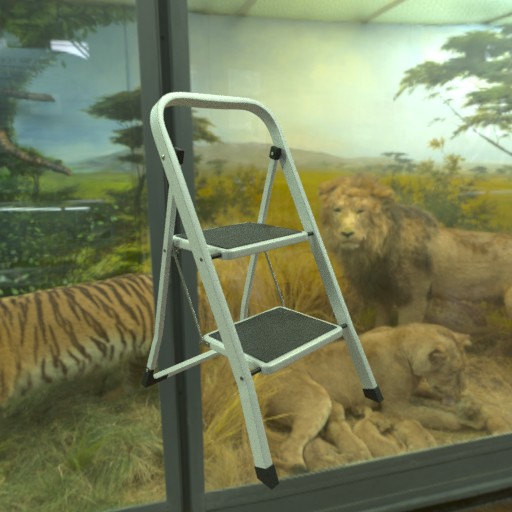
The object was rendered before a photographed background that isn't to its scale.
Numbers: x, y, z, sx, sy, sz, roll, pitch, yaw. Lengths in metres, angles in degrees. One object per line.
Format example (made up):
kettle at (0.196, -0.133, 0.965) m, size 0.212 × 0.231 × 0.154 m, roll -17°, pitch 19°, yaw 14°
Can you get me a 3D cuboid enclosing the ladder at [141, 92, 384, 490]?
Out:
ladder at (0.000, 0.000, 1.152) m, size 0.544 × 0.810 × 0.460 m, roll 14°, pitch 20°, yaw 43°
